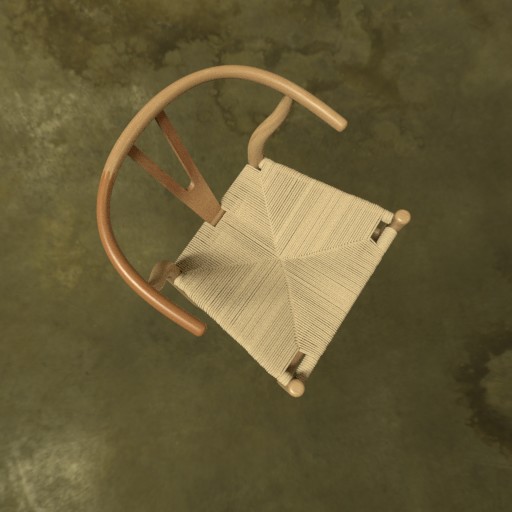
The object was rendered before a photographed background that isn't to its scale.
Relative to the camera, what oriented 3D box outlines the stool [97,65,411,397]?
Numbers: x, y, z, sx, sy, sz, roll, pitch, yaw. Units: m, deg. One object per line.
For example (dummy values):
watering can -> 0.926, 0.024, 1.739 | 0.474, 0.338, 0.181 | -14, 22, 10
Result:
stool -> 0.000, 0.000, 1.255 | 0.575, 0.923, 0.536 | 33, 79, 8
